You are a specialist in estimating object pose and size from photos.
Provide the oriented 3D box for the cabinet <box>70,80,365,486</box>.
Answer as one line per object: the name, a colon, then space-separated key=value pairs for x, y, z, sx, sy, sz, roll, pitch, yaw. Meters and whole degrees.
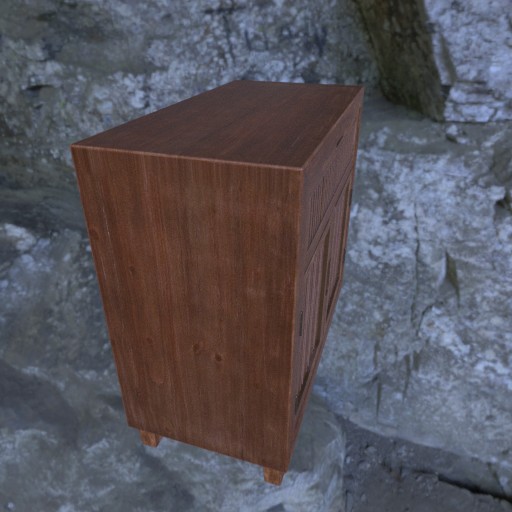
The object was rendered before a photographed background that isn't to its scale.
cabinet: x=0.000 y=0.000 z=1.212 sx=0.412 sy=0.785 sz=0.796 roll=9 pitch=31 yaw=16
